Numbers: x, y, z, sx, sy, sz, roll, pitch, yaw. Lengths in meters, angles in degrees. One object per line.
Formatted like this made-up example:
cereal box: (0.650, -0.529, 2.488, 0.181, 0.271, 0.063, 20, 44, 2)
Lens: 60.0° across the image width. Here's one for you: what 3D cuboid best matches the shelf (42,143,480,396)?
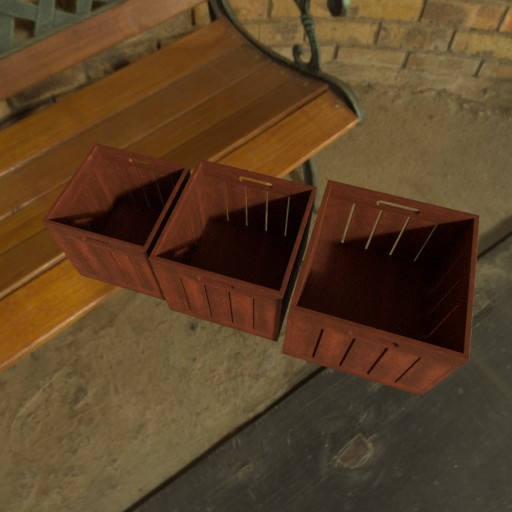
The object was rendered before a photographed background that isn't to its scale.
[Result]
shelf: (0.000, 0.000, 1.242, 1.064, 0.311, 0.393, 15, 61, 9)
